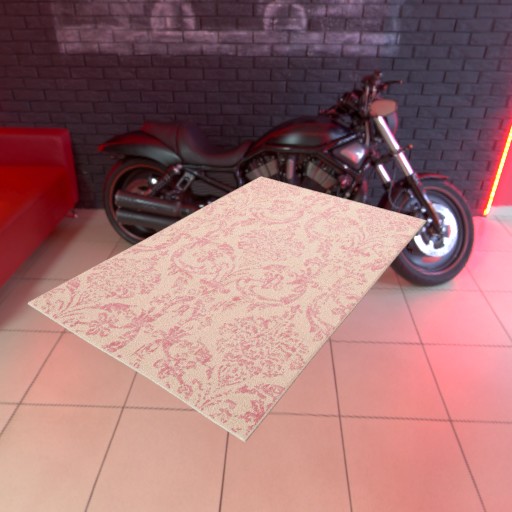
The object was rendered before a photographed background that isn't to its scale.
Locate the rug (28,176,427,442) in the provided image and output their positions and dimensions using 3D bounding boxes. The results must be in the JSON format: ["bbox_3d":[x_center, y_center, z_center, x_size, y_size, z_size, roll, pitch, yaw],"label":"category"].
[{"bbox_3d":[0.000,0.000,2.329,1.219,0.012,1.839,21,37,29],"label":"rug"}]
